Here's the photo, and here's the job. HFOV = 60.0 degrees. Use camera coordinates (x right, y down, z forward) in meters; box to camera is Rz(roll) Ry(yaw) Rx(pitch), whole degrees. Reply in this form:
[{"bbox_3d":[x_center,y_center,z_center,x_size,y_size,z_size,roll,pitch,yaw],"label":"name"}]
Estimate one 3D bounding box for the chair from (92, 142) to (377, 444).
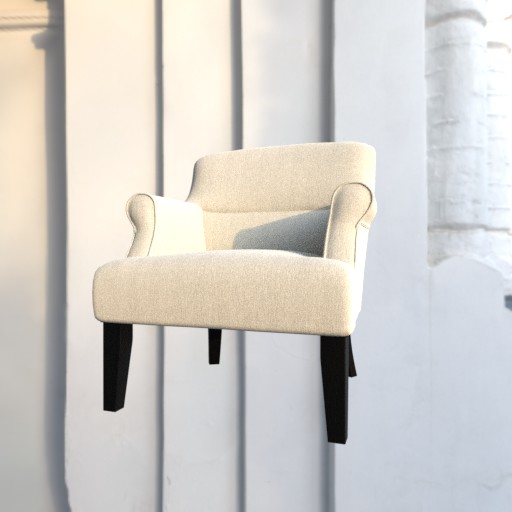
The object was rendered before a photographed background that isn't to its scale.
[{"bbox_3d":[0.000,0.000,1.462,0.781,0.875,0.750,0,0,19],"label":"chair"}]
